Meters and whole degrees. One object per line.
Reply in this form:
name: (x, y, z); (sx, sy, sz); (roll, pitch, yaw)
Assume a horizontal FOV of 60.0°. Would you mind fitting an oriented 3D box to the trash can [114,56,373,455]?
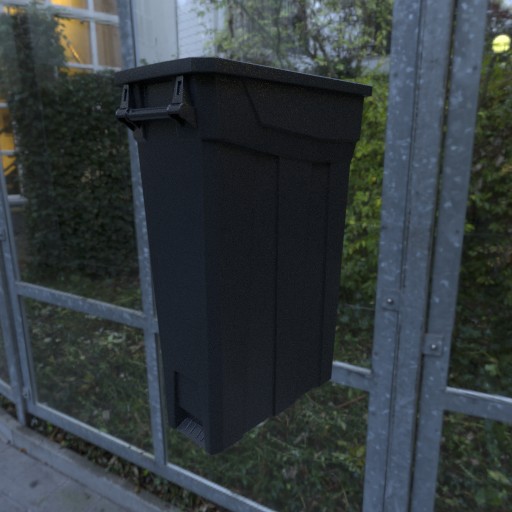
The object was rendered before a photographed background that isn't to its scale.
trash can: (0.000, 0.000, 1.029); (0.281, 0.762, 0.559); (13, 19, 41)
